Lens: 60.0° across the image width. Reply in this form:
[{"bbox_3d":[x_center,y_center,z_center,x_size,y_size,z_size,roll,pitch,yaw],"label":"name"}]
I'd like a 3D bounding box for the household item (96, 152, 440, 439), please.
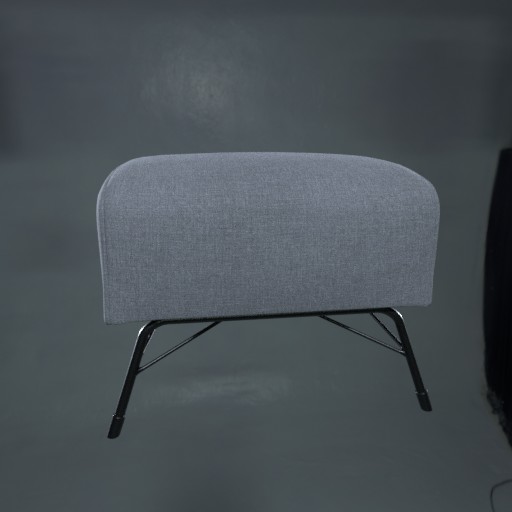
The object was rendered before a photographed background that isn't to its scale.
[{"bbox_3d":[0.000,0.000,0.902,0.530,0.410,0.530,-2,16,-7],"label":"household item"}]
